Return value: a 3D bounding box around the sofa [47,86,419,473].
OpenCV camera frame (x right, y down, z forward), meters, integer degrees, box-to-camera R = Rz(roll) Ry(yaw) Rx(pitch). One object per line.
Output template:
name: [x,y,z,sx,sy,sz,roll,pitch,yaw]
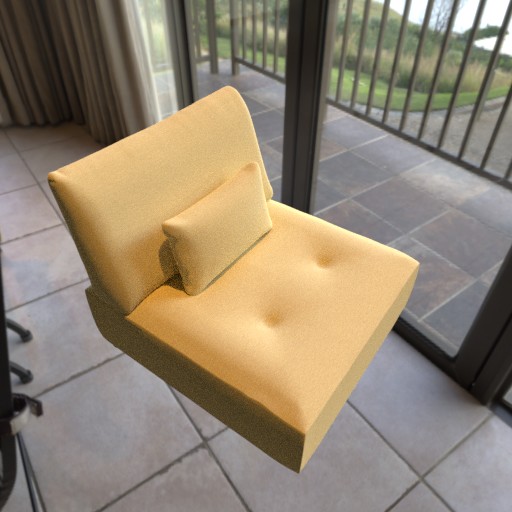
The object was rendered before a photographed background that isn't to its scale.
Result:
sofa: [0.000,0.000,1.676,1.000,0.820,0.930,26,48,26]
